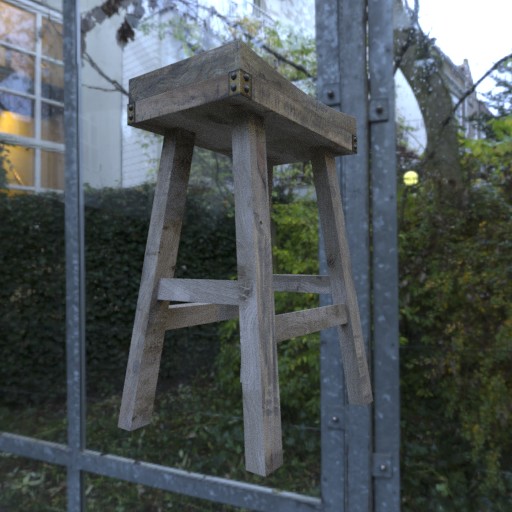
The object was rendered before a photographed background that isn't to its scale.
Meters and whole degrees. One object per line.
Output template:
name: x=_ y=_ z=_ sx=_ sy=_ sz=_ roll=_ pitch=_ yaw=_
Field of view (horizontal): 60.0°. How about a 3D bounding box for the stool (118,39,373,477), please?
stool: x=0.000 y=0.000 z=0.901 sx=0.330 sy=0.635 sz=0.450 roll=-1 pitch=-1 yaw=35
